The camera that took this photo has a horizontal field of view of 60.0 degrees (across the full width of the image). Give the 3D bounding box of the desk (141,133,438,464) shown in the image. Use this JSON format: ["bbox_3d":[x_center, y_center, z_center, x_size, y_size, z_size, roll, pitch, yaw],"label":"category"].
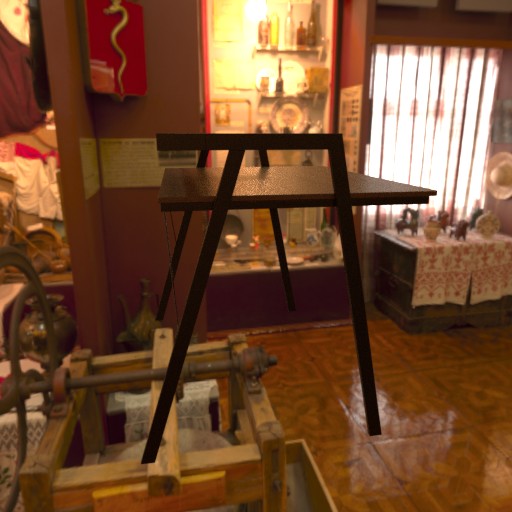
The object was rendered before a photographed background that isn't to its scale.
[{"bbox_3d":[0.000,0.000,1.875,0.936,0.998,1.143,-3,16,-10],"label":"desk"}]
